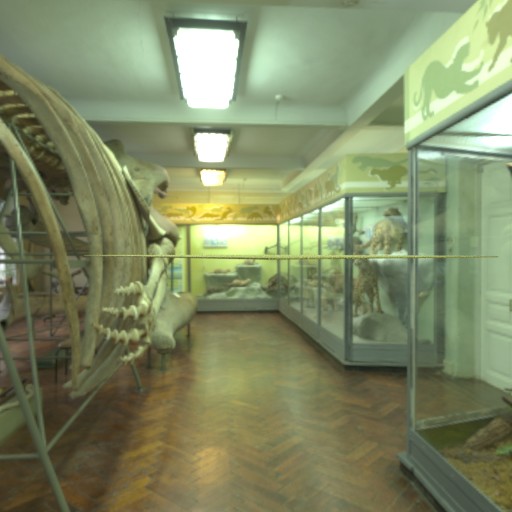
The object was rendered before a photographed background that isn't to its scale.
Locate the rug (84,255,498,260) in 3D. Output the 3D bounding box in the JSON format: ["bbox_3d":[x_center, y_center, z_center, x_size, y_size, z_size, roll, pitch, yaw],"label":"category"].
[{"bbox_3d":[0.000,0.000,2.830,1.529,0.007,2.297,0,0,-36],"label":"rug"}]
